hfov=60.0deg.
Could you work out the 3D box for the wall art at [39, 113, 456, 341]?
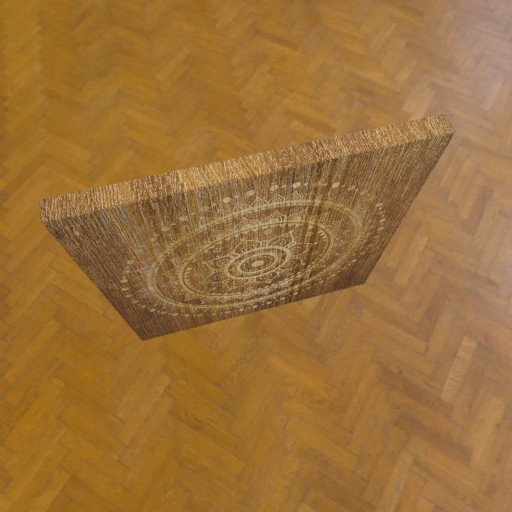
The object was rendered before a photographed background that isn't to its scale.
[{"bbox_3d":[0.000,0.000,0.904,0.611,0.608,0.042,-14,65,-7],"label":"wall art"}]
